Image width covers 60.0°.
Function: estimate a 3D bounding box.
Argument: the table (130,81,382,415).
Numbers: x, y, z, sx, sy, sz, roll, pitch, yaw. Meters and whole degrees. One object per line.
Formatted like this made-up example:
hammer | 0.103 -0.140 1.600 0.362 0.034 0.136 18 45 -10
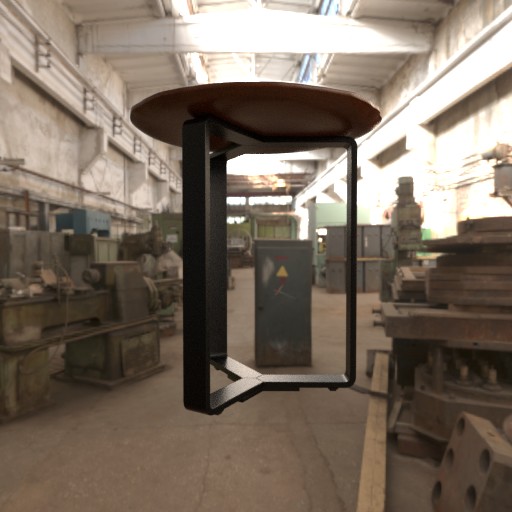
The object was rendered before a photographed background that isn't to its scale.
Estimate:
table | 0.000 0.000 0.751 0.410 0.450 0.380 0 2 1
